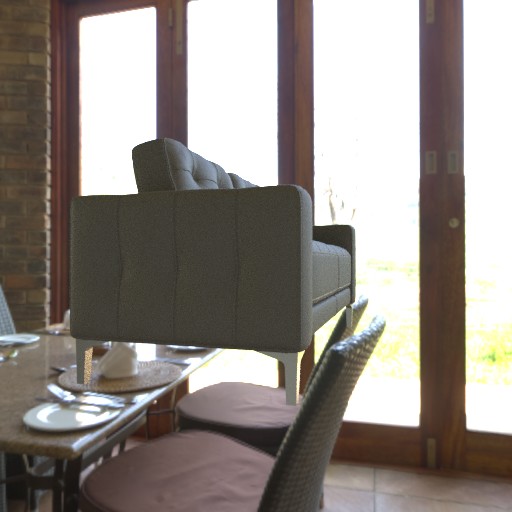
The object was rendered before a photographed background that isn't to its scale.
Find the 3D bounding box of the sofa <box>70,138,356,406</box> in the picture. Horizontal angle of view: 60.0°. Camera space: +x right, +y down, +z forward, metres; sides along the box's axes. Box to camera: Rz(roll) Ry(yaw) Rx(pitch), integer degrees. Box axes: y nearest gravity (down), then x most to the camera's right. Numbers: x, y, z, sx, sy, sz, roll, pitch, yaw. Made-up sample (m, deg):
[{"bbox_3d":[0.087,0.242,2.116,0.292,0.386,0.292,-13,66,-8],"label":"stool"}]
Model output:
[{"bbox_3d":[0.000,0.000,2.196,0.833,0.893,1.726,0,-1,18],"label":"sofa"}]
